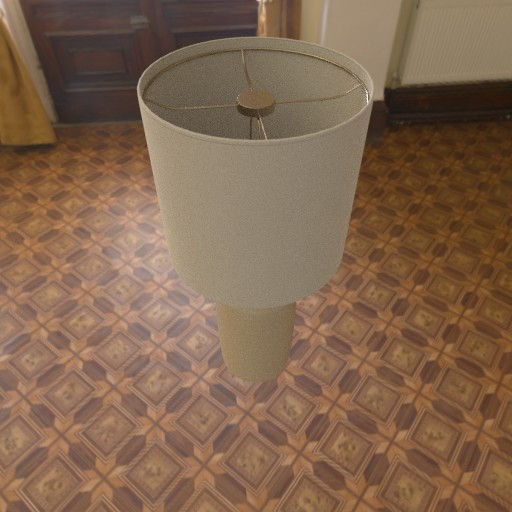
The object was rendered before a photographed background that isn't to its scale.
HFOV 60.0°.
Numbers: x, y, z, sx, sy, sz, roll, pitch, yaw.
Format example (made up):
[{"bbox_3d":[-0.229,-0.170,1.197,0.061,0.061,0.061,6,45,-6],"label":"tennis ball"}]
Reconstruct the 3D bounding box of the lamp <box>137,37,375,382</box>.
[{"bbox_3d":[0.000,0.000,0.587,0.220,0.475,0.220,4,46,4],"label":"lamp"}]
